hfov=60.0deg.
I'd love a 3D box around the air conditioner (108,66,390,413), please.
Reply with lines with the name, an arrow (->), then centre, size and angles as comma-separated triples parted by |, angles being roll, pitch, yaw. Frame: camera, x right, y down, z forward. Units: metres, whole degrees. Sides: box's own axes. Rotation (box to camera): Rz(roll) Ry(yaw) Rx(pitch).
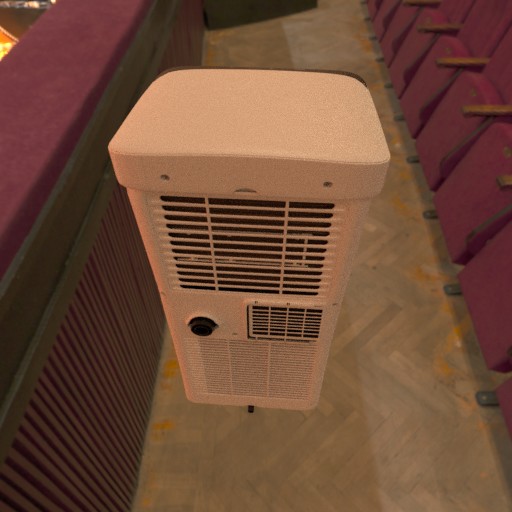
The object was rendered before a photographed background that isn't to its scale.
air conditioner -> 0.000, 0.000, 0.900 | 0.352, 0.716, 0.369 | 3, 46, 3
